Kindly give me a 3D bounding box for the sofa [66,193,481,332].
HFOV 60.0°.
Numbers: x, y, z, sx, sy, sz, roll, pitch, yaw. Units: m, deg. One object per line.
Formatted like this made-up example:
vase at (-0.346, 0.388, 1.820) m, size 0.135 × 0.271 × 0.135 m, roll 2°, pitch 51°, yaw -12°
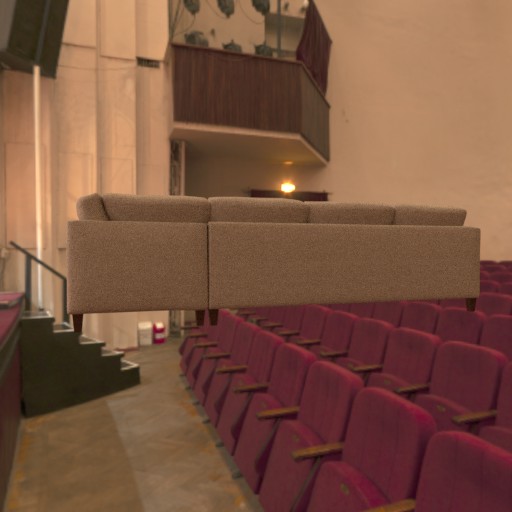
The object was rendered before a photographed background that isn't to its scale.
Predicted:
sofa at (0.000, 0.000, 4.475) m, size 3.333 × 0.934 × 2.522 m, roll 0°, pitch 1°, yaw -18°
